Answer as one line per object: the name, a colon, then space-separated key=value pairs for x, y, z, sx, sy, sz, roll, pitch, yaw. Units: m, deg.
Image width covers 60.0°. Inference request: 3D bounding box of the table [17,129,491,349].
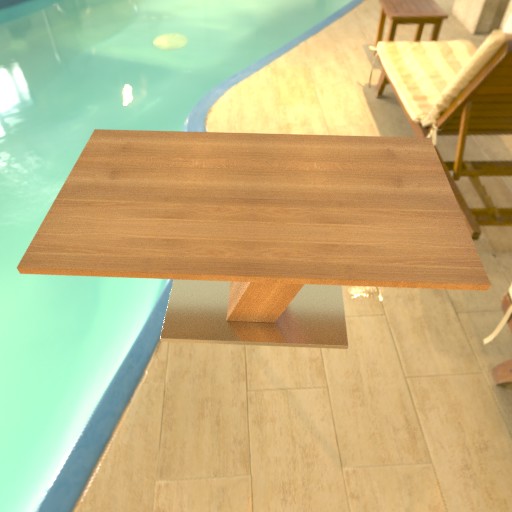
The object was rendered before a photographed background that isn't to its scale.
table: x=0.000 y=0.000 z=2.073 sx=1.600 sy=0.750 sz=0.900 roll=2 pitch=47 yaw=2
